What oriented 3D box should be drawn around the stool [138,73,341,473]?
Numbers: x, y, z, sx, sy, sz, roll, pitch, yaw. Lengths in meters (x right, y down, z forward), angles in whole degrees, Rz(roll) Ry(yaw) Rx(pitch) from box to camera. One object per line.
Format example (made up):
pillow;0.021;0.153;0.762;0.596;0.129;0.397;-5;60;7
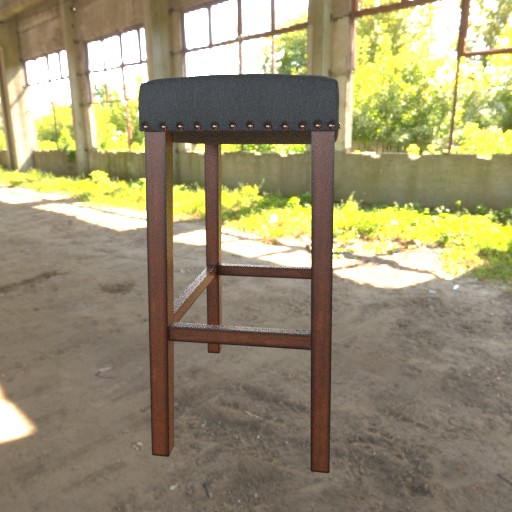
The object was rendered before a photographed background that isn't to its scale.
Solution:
stool;0.000;0.000;1.046;0.366;0.748;0.502;2;15;8
